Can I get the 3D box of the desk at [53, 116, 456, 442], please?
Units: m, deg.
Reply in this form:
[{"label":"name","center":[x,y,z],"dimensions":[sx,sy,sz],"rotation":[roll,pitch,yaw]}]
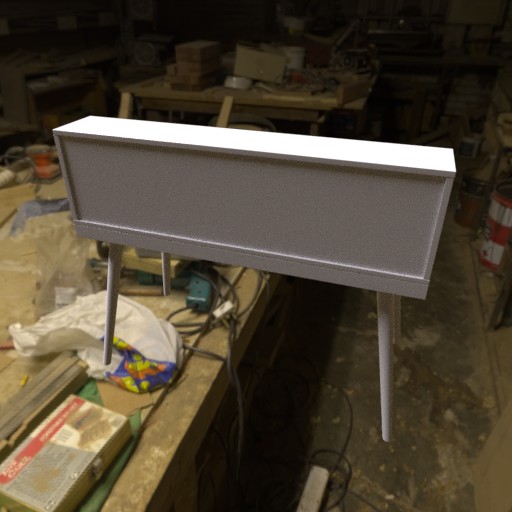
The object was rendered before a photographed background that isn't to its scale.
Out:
[{"label":"desk","center":[0.000,0.000,1.701],"dimensions":[1.199,0.990,0.559],"rotation":[10,32,16]}]
